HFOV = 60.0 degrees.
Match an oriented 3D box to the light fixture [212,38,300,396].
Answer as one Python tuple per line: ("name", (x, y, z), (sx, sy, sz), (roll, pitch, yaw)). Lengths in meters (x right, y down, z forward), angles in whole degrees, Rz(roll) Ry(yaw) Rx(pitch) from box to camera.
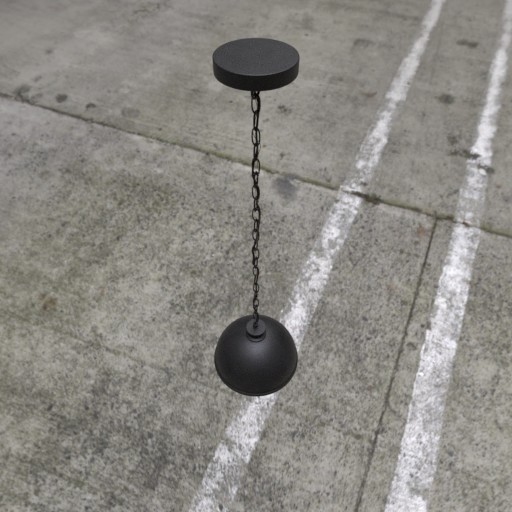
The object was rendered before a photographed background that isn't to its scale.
("light fixture", (0.000, 0.000, 1.215), (0.304, 1.090, 0.304), (18, 50, 16))
